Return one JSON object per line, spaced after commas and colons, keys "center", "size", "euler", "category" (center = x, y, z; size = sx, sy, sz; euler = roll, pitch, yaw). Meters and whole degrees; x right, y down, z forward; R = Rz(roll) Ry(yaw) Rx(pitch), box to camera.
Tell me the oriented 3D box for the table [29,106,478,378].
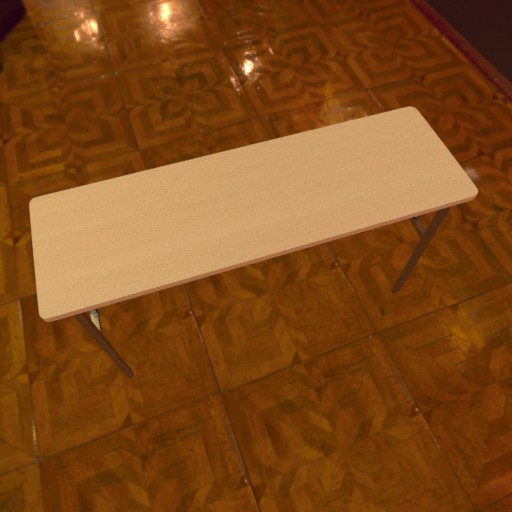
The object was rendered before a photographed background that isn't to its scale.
{"center": [0.000, 0.000, 1.754], "size": [1.397, 0.750, 0.446], "euler": [-16, 60, -9], "category": "table"}
